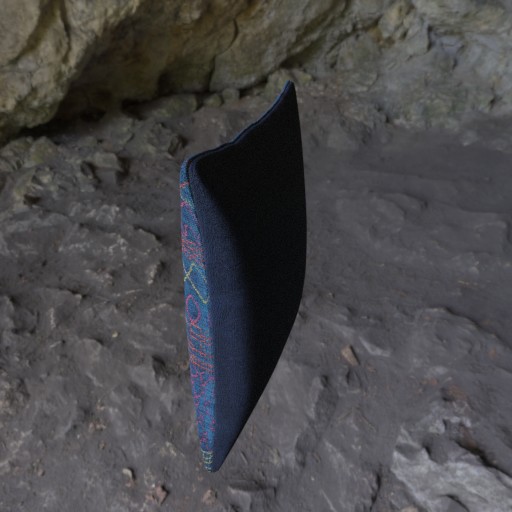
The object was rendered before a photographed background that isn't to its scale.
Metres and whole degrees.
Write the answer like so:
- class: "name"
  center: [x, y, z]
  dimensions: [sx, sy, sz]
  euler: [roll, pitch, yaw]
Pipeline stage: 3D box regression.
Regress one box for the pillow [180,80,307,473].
- class: "pillow"
  center: [0.000, 0.000, 0.655]
  dimensions: [0.141, 0.431, 0.431]
  euler: [8, 31, 14]
